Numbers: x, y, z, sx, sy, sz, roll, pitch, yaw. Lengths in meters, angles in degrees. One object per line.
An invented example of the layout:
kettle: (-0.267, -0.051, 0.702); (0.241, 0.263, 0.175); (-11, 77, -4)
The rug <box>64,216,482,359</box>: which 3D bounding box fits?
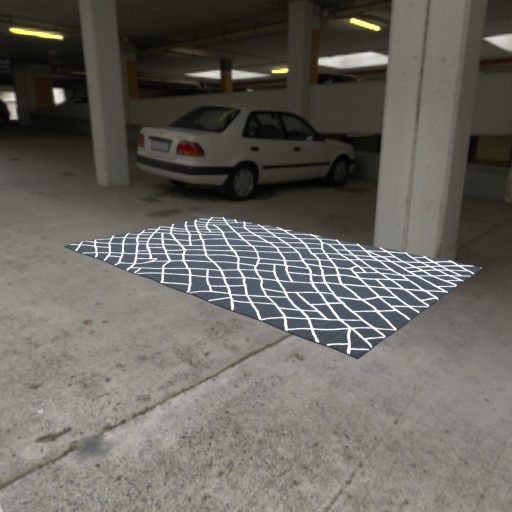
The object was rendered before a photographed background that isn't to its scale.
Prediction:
rug: (0.000, 0.000, 3.020); (2.448, 0.017, 1.529); (14, 22, 40)
